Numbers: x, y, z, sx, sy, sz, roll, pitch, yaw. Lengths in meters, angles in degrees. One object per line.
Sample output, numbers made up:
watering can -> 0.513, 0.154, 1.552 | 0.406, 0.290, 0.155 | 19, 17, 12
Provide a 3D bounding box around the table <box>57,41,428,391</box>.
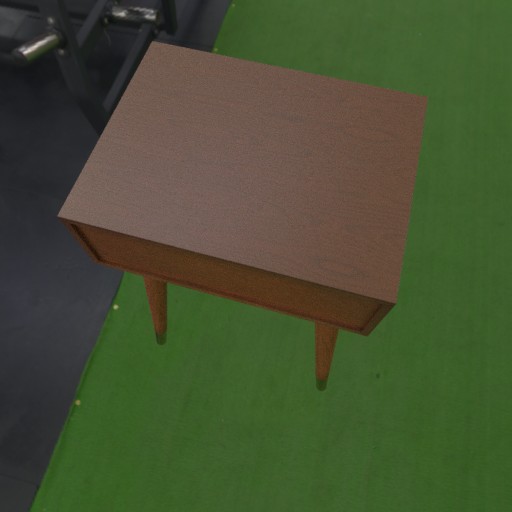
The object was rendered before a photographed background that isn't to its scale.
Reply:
table -> 0.000, 0.000, 0.810 | 0.406, 0.599, 0.300 | 14, 66, 7
